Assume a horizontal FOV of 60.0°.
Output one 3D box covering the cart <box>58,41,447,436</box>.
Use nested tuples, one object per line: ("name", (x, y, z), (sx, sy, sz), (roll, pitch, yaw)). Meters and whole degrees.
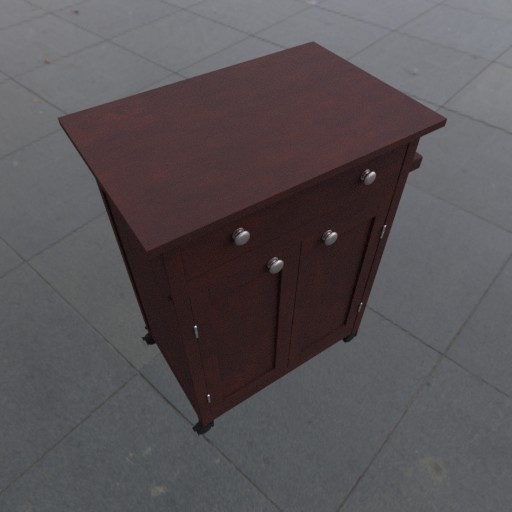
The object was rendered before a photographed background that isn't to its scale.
("cart", (0.000, 0.000, 1.234), (0.683, 0.864, 0.442), (-26, 54, -21))
